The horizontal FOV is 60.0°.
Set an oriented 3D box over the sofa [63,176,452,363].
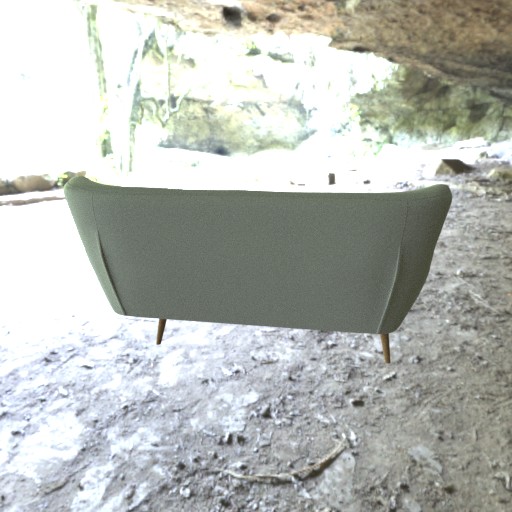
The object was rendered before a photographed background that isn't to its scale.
[{"bbox_3d":[0.000,0.000,2.436,1.930,0.890,0.899,3,18,9],"label":"sofa"}]
